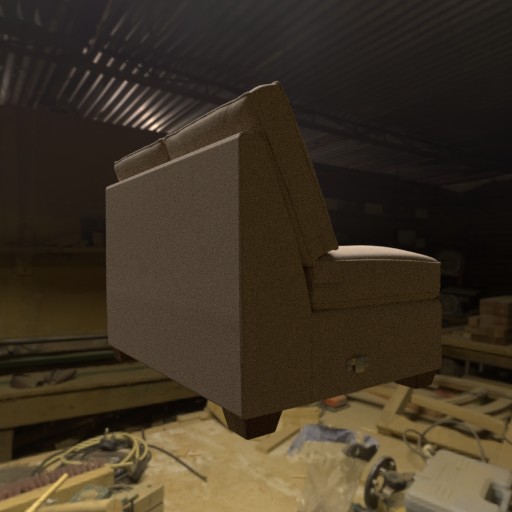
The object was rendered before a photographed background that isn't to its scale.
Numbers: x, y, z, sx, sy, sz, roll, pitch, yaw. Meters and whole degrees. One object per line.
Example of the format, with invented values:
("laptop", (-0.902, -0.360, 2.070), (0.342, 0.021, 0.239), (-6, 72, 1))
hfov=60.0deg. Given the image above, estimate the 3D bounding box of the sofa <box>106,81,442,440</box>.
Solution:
("sofa", (0.000, 0.000, 1.945), (0.951, 1.008, 1.237), (0, 0, -35))
